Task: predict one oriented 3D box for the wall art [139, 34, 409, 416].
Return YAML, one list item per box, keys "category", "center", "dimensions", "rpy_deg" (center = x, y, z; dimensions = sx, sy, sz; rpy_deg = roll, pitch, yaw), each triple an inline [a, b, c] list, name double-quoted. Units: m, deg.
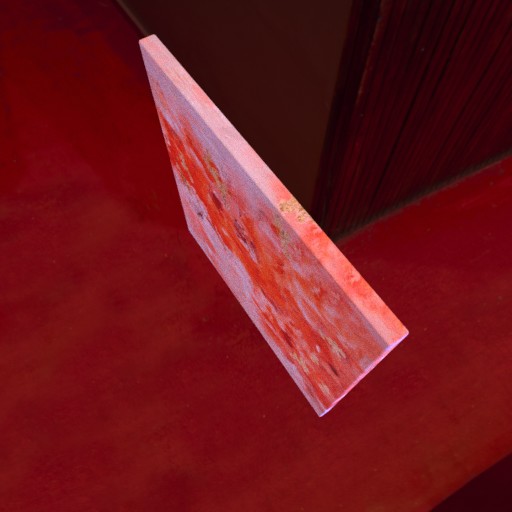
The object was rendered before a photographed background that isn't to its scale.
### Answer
- category: "wall art"
  center: [0.000, 0.000, 1.081]
  dimensions: [0.064, 0.746, 0.747]
  rpy_deg: [-31, 67, -15]
